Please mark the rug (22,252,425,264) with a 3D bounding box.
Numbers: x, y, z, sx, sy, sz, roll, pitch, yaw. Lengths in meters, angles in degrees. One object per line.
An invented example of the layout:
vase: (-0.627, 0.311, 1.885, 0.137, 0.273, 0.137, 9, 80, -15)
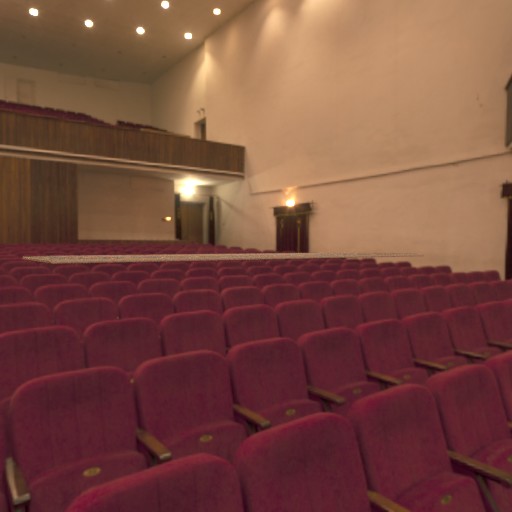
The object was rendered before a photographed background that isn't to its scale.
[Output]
rug: (0.000, 0.000, 2.534, 2.297, 0.019, 0.659, -1, 1, -36)
